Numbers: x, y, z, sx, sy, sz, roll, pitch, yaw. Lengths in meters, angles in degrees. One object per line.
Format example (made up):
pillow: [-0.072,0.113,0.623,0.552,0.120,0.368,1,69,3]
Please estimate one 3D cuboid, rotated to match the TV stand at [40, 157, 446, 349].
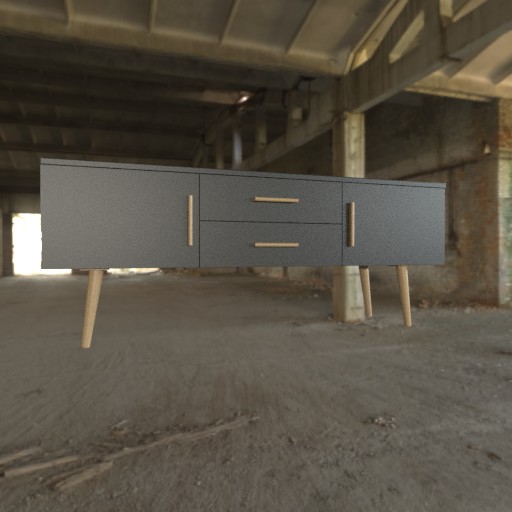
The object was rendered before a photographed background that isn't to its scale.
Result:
TV stand: [0.000,0.000,1.535,1.312,0.518,0.390,0,1,-19]
